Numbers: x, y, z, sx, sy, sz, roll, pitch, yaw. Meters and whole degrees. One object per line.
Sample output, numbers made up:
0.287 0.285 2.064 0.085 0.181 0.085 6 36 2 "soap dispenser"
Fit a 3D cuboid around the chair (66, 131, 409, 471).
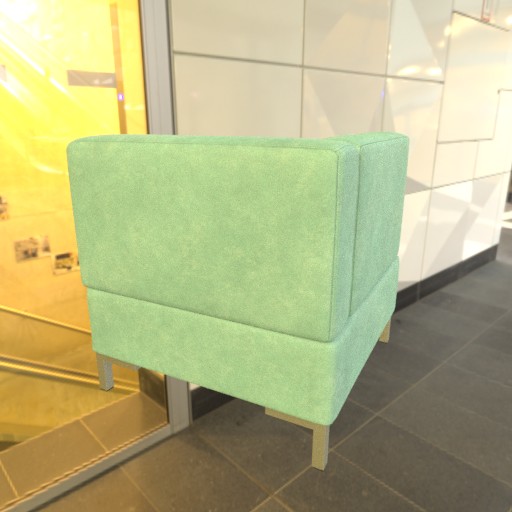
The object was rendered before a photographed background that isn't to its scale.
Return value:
0.000 0.000 1.224 0.680 0.660 0.680 9 19 26 "chair"
